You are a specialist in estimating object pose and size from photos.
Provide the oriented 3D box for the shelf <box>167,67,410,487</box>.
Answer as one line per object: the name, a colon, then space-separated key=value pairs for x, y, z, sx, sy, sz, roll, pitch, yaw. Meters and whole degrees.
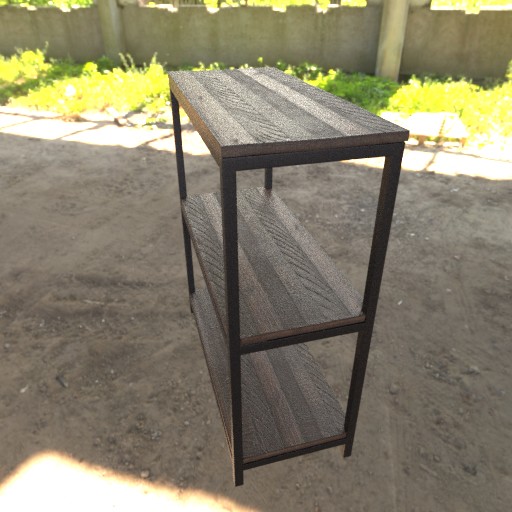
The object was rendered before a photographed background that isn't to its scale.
shelf: x=0.000 y=0.000 z=1.349 sx=0.352 sy=0.947 sz=0.822 roll=-8 pitch=32 yaw=-14
